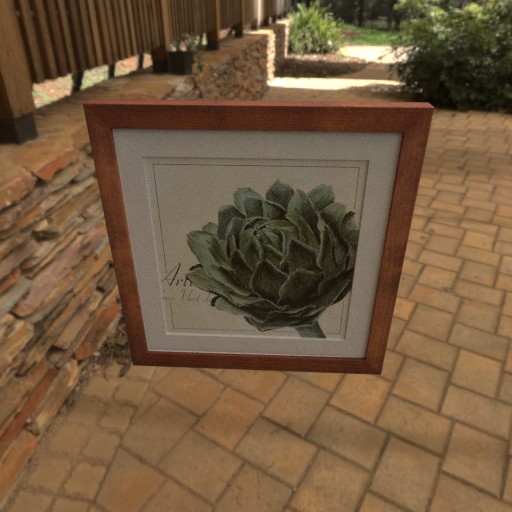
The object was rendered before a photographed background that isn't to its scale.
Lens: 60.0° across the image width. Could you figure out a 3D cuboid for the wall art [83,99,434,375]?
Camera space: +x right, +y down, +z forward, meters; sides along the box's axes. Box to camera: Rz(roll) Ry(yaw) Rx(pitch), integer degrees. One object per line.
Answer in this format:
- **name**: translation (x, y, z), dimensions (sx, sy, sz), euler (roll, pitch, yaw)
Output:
- **wall art**: translation (0.000, 0.000, 0.858), dimensions (0.554, 0.572, 0.037), euler (2, 31, 3)
